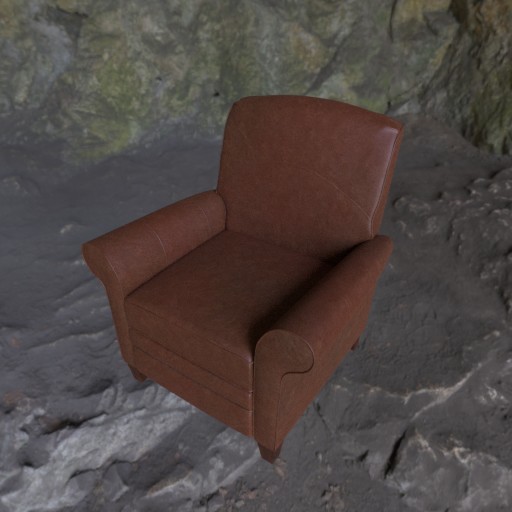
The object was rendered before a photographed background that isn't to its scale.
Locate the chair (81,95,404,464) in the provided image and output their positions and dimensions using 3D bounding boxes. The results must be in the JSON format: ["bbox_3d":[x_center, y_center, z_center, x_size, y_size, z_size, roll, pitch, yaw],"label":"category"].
[{"bbox_3d":[0.000,0.000,1.743,0.978,1.061,0.902,20,37,29],"label":"chair"}]
